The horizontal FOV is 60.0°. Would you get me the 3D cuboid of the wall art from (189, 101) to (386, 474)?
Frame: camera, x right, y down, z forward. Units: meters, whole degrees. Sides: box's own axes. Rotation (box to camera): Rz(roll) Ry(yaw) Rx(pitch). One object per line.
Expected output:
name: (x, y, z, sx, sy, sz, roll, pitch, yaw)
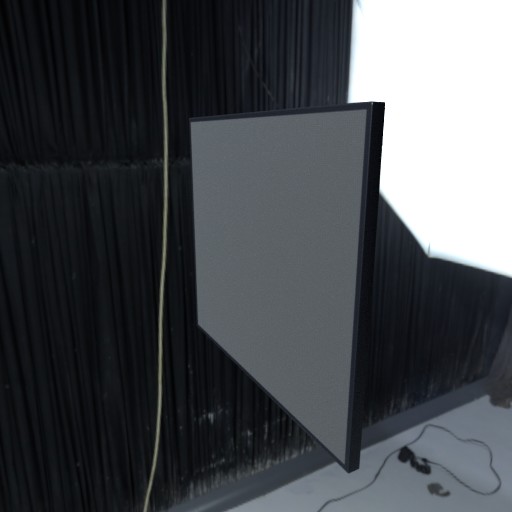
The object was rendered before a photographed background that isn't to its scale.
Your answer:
wall art: (0.000, 0.000, 0.730, 0.018, 0.450, 0.521, -8, 17, -28)
